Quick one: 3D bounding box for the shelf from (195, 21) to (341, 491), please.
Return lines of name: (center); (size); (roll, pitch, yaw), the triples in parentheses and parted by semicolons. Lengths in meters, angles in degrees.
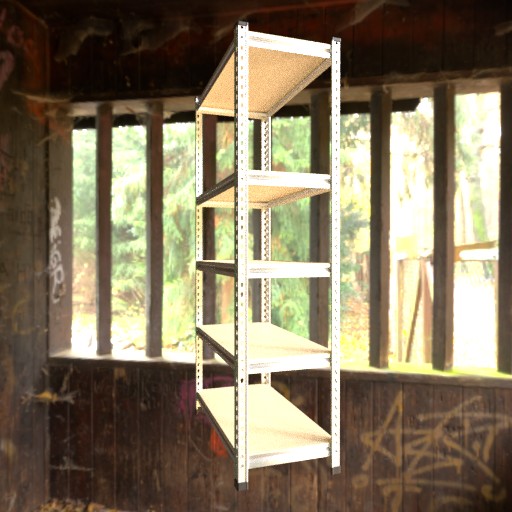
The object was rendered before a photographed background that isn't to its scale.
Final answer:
shelf: (0.000, 0.000, 2.226); (0.457, 1.829, 0.914); (0, 0, -18)
